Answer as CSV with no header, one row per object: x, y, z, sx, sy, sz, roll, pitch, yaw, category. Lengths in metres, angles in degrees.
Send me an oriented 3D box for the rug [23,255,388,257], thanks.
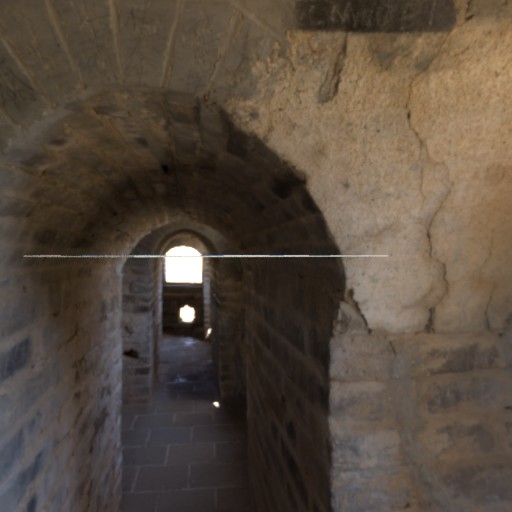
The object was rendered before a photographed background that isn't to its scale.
0.000,0.000,2.712,0.774,0.008,2.437,0,0,37,rug
